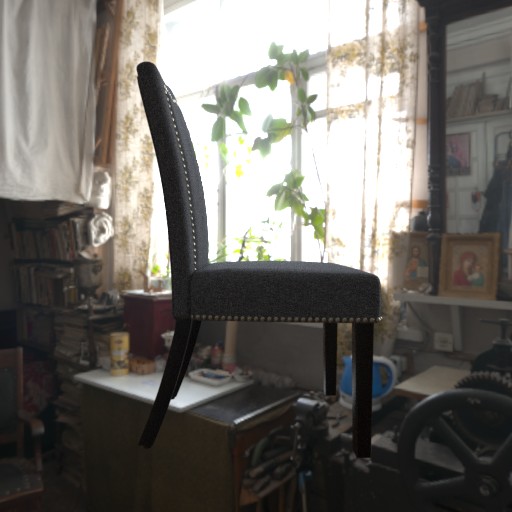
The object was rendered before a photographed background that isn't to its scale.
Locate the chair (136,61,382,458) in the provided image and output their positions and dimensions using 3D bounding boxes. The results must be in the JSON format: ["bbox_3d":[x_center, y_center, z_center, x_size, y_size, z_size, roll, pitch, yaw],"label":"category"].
[{"bbox_3d":[0.000,0.000,1.269,0.589,0.946,0.518,0,2,-1],"label":"chair"}]
